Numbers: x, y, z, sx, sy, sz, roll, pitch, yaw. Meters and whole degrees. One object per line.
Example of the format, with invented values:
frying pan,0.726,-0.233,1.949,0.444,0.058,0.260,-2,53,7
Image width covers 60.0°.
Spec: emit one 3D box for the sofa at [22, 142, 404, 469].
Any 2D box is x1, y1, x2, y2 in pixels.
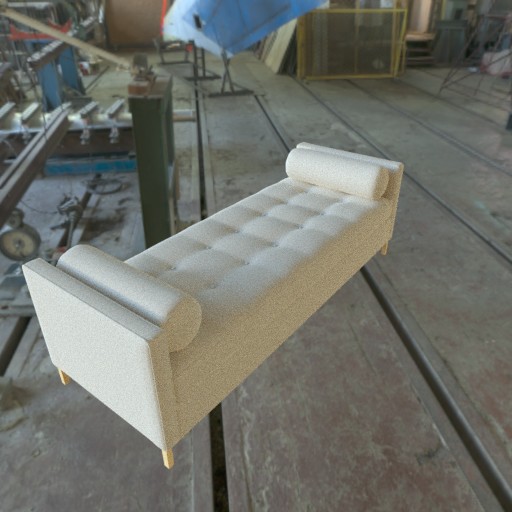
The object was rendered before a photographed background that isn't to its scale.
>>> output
sofa,0.000,0.000,2.298,0.746,0.641,1.985,21,37,31
